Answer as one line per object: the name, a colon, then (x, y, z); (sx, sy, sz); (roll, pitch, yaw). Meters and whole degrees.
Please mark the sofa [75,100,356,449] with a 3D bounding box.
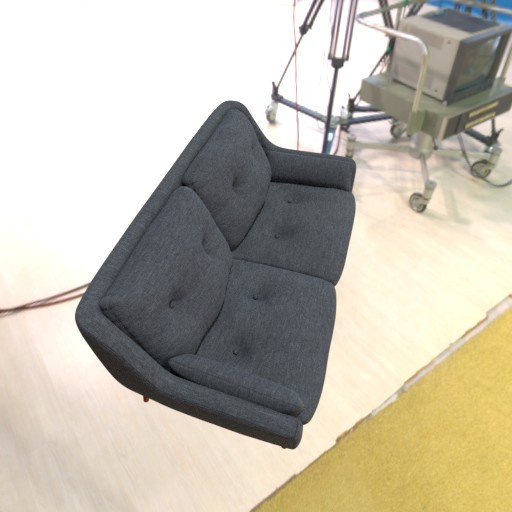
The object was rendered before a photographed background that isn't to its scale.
sofa: (0.000, 0.000, 2.438); (0.975, 0.896, 1.929); (11, 46, 11)
